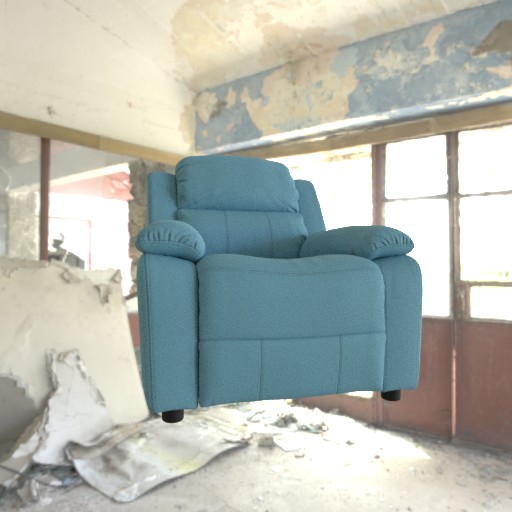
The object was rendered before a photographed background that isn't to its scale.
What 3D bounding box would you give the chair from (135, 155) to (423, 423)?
[{"bbox_3d":[0.000,0.000,1.278,0.680,0.702,0.709,0,-1,-16],"label":"chair"}]
